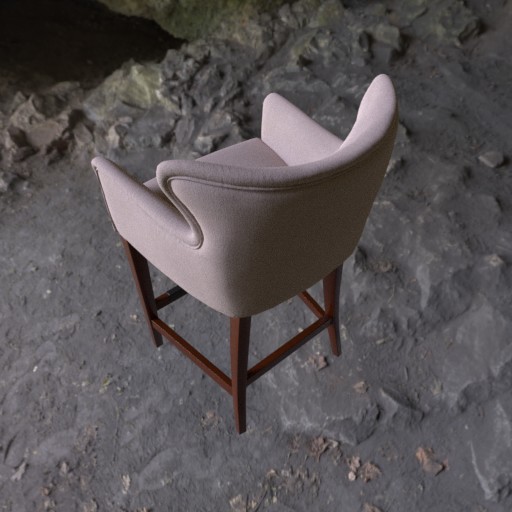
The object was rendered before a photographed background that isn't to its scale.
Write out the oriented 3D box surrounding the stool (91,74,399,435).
[{"bbox_3d":[0.000,0.000,1.256,0.601,0.951,0.570,-30,51,-27],"label":"stool"}]
